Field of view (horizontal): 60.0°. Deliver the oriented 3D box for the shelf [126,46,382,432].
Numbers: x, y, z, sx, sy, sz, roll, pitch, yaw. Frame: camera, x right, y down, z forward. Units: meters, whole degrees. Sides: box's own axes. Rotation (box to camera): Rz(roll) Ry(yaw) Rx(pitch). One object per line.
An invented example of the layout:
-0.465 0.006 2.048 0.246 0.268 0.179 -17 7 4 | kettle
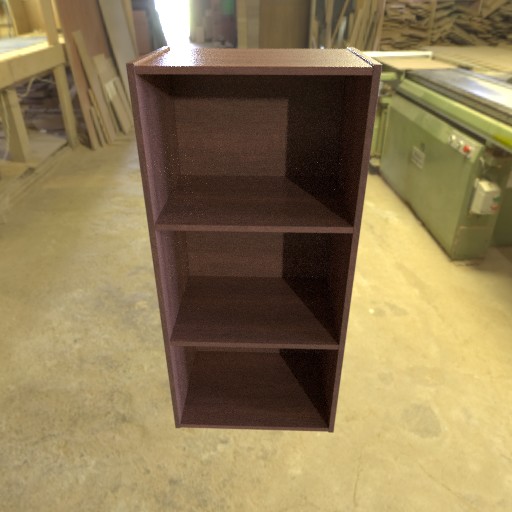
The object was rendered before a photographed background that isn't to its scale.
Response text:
0.000 0.000 1.055 0.414 0.879 0.290 1 30 2 | shelf
